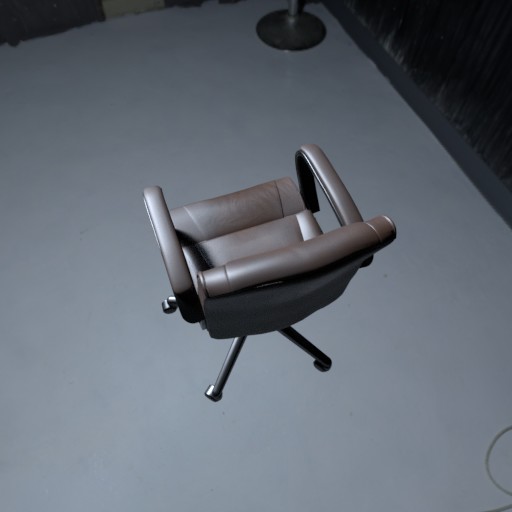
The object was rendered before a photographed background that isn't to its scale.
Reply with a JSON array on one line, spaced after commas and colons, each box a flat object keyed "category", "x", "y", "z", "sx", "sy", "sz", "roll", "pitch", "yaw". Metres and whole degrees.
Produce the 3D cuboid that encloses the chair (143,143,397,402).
[{"category": "chair", "x": 0.000, "y": 0.000, "z": 1.471, "sx": 0.739, "sy": 1.004, "sz": 0.717, "roll": -17, "pitch": 61, "yaw": -10}]
